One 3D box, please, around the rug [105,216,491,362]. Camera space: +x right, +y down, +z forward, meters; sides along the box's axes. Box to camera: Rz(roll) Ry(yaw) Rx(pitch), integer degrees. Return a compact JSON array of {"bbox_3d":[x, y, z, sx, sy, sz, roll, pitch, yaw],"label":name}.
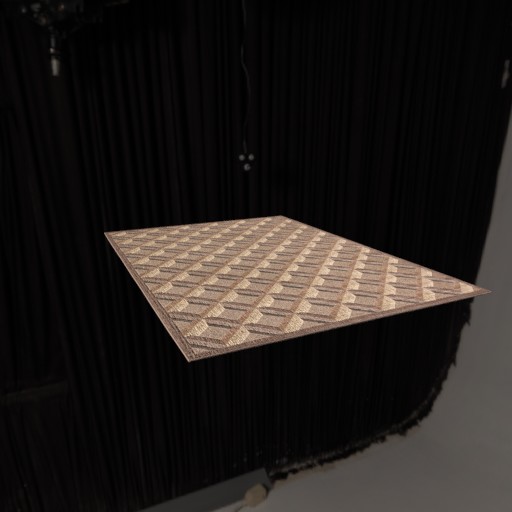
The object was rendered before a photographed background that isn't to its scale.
[{"bbox_3d":[0.000,0.000,4.278,2.382,0.018,3.294,-8,18,-25],"label":"rug"}]
